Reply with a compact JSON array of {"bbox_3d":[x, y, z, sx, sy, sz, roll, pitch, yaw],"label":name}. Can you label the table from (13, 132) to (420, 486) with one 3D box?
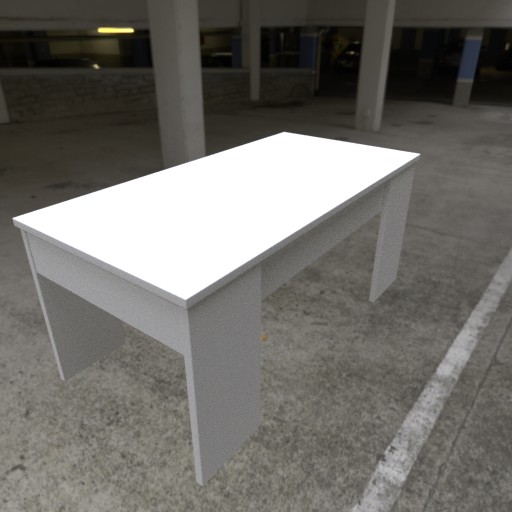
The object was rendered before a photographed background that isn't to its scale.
[{"bbox_3d":[0.000,0.000,1.232,0.500,0.440,1.000,19,34,32],"label":"table"}]
